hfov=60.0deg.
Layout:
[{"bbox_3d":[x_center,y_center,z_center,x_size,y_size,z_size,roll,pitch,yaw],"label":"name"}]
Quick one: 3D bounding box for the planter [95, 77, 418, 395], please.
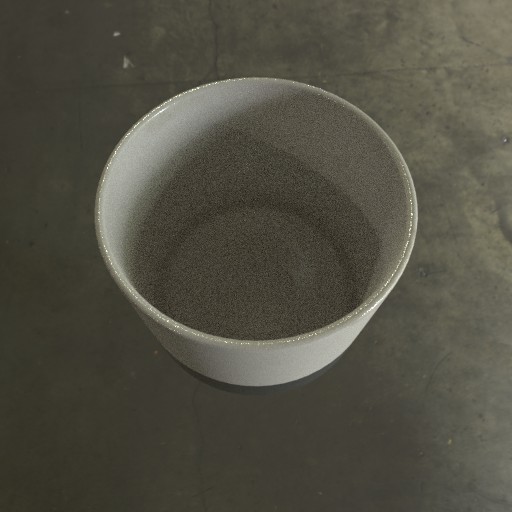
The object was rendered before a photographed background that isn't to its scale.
[{"bbox_3d":[0.000,0.000,0.346,0.193,0.177,0.193,0,64,0],"label":"planter"}]
